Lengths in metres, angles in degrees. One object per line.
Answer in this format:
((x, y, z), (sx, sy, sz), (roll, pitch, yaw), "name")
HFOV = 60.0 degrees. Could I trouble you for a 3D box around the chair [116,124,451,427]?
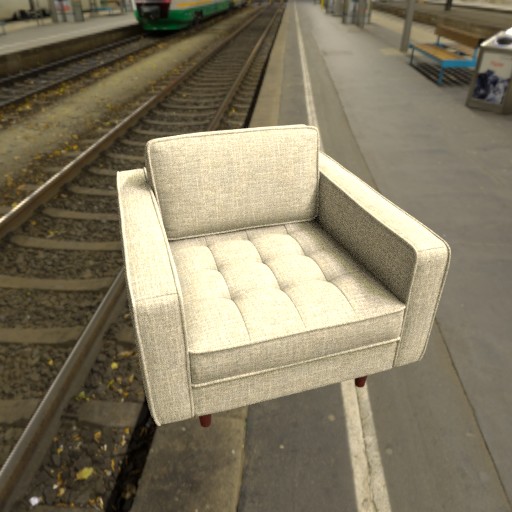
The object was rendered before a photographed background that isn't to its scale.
((0.000, 0.000, 1.571), (0.889, 0.765, 0.914), (-9, 32, -15), "chair")
